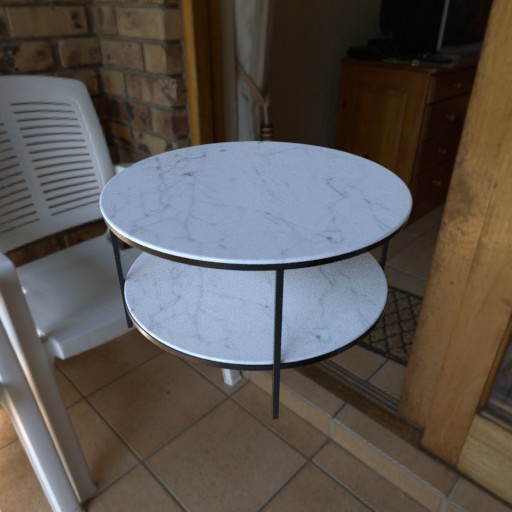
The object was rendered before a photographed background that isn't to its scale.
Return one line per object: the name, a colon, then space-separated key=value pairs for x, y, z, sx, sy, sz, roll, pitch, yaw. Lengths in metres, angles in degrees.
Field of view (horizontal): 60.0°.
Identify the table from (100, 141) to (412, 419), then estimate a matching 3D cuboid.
table: x=0.000 y=0.000 z=1.297 sx=0.800 sy=0.450 sz=0.800 roll=0 pitch=30 yaw=0
